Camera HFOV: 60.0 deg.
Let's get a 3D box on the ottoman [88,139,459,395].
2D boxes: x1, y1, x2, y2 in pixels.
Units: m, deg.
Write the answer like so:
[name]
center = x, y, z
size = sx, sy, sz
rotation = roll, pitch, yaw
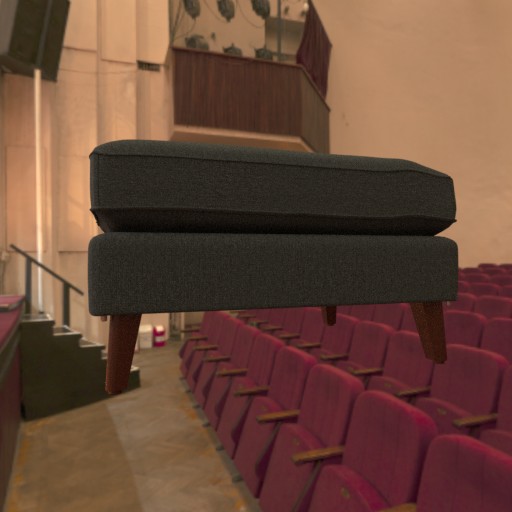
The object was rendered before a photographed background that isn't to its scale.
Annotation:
[ottoman]
center = 0.000, 0.000, 1.208
size = 0.835, 0.503, 0.629
rotation = 0, 1, -18
